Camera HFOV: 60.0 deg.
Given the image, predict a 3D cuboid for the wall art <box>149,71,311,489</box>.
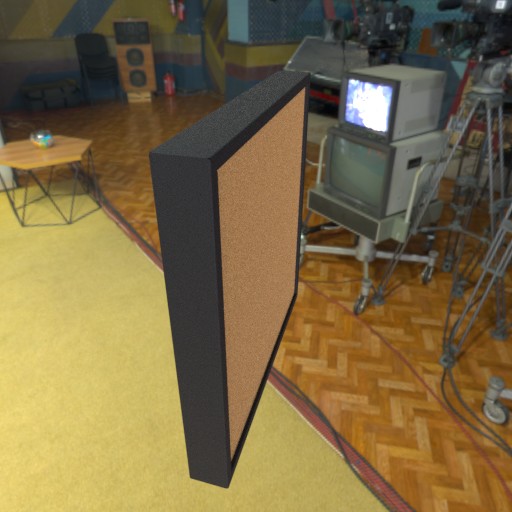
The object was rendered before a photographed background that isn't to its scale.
[{"bbox_3d":[0.000,0.000,0.447,0.037,0.305,0.305,9,32,14],"label":"wall art"}]
